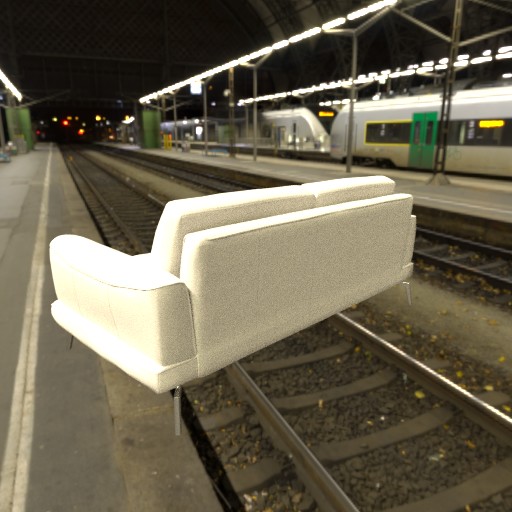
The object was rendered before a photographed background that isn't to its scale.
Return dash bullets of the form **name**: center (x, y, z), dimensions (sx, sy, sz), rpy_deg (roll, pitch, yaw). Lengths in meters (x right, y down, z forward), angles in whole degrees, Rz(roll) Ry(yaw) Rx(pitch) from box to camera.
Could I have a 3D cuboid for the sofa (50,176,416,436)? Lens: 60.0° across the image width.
- **sofa**: center (0.000, 0.000, 2.734), dimensions (1.121, 0.930, 2.177), rpy_deg (15, 21, 43)
